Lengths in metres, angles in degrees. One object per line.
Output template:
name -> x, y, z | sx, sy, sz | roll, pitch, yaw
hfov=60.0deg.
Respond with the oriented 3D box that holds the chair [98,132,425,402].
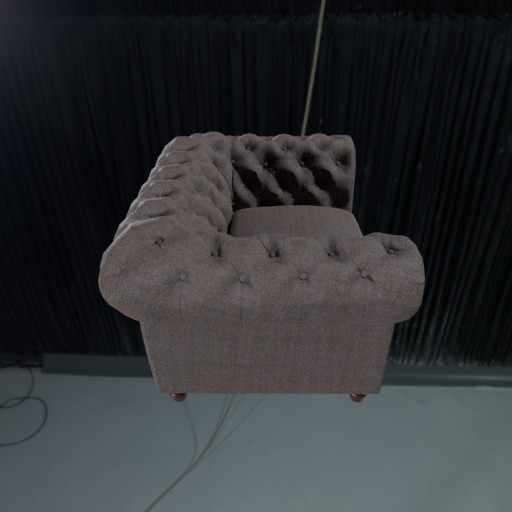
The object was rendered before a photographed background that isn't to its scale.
chair -> 0.000, 0.000, 1.892 | 0.945, 0.780, 1.298 | 0, 32, 0
